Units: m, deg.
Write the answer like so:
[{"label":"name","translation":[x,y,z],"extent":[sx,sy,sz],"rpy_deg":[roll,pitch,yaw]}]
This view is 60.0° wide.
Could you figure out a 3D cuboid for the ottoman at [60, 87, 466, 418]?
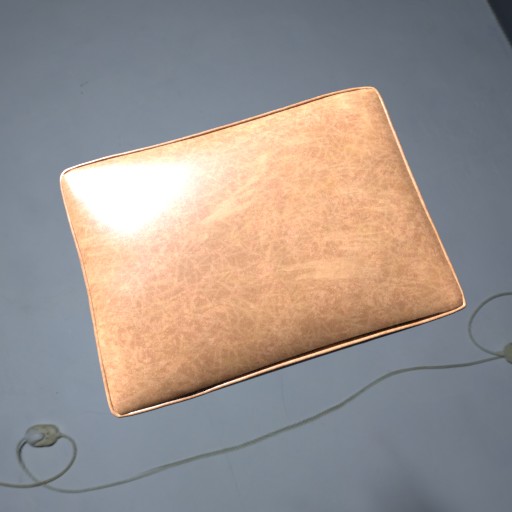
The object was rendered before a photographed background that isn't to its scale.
[{"label":"ottoman","translation":[0.000,0.000,1.105],"extent":[0.756,0.468,0.554],"rpy_deg":[-17,77,-4]}]
